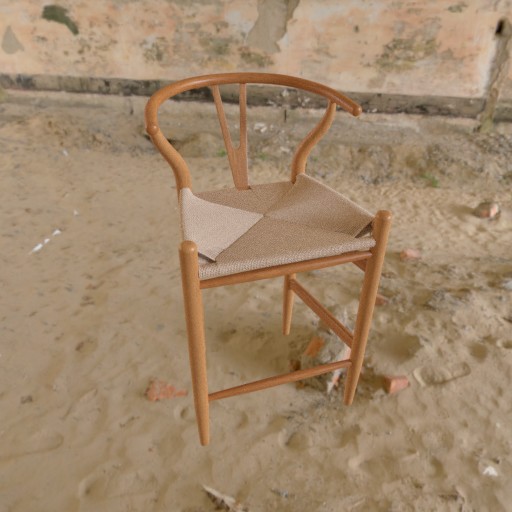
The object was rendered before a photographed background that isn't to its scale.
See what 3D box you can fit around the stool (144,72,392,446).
[{"bbox_3d":[0.000,0.000,1.369,0.569,0.970,0.579,-10,33,-15],"label":"stool"}]
